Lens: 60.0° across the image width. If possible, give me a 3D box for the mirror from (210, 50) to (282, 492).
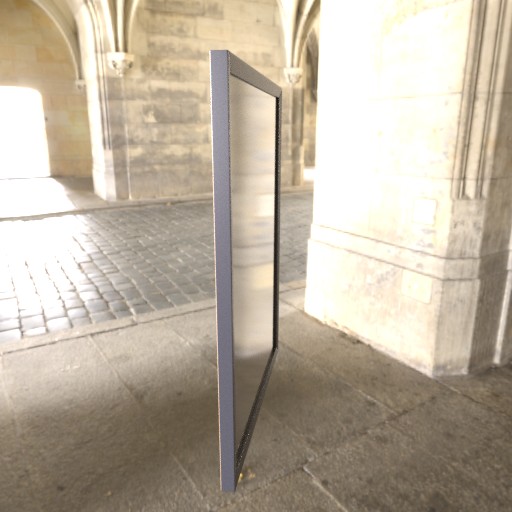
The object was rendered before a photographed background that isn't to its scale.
[{"bbox_3d":[0.000,0.000,1.334,0.040,1.016,0.762,3,16,11],"label":"mirror"}]
